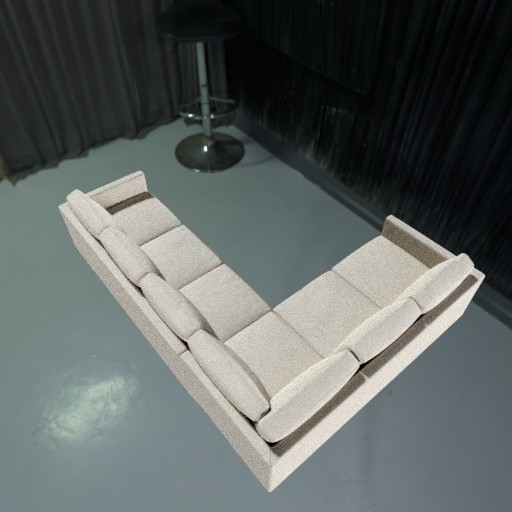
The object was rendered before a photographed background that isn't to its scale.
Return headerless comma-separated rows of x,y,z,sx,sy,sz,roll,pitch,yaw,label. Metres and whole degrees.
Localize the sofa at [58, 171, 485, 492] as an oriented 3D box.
0.000,0.000,4.224,2.432,0.863,3.182,-32,55,-26,sofa
